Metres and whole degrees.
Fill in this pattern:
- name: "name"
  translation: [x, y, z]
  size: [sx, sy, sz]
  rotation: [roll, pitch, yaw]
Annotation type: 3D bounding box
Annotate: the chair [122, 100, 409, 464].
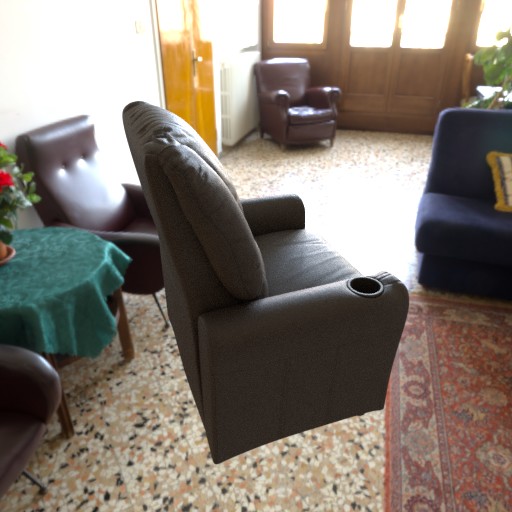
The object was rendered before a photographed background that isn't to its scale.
- name: "chair"
  translation: [0.000, 0.000, 1.083]
  size: [0.521, 0.709, 0.610]
  rotation: [-10, 31, -17]
